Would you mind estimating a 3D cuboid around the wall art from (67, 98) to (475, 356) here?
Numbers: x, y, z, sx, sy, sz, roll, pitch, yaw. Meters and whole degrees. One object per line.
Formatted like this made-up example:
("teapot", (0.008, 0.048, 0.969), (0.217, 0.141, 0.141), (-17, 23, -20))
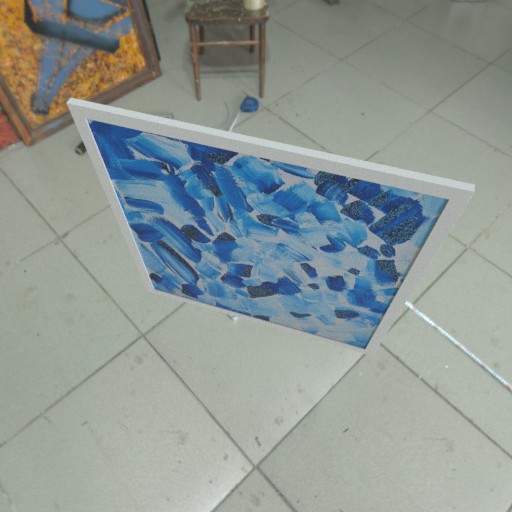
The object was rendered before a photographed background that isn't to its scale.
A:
("wall art", (0.000, 0.000, 0.969), (0.660, 0.660, 0.015), (15, 58, 9))
